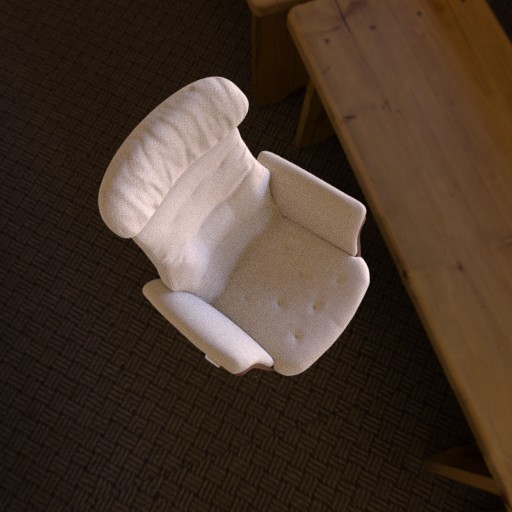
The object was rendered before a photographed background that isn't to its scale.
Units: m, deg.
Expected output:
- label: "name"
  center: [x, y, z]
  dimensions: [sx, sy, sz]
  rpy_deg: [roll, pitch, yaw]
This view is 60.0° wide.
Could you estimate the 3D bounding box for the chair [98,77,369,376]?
- label: "chair"
  center: [0.000, 0.000, 1.613]
  dimensions: [0.837, 0.995, 0.785]
  rpy_deg: [38, 78, 10]
